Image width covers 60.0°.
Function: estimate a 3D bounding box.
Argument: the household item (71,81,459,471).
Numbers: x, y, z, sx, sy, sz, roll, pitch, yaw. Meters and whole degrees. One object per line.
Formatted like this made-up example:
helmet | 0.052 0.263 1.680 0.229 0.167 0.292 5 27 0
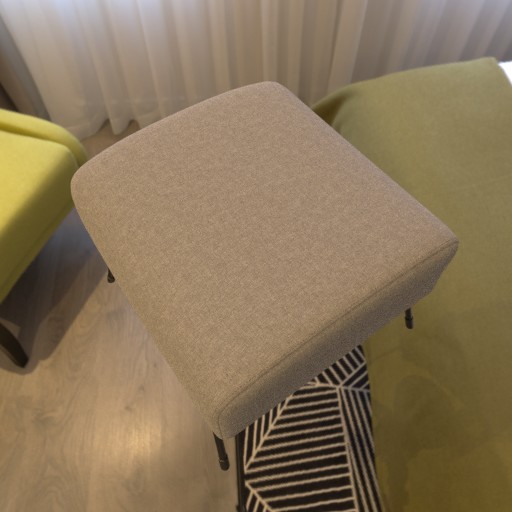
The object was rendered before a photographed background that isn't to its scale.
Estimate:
household item | 0.000 0.000 0.887 0.530 0.410 0.530 -31 63 -18
